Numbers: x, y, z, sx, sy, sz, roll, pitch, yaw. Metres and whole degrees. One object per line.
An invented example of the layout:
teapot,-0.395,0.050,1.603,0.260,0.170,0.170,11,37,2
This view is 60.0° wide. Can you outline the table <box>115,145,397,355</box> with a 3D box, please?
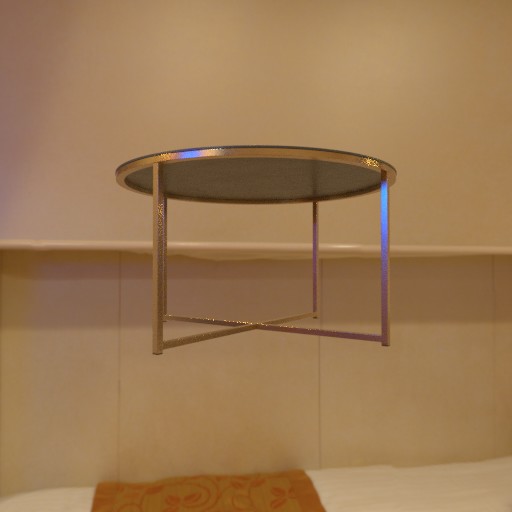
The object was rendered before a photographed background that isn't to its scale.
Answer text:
table,0.000,0.000,1.319,0.800,0.450,0.800,0,-1,0
